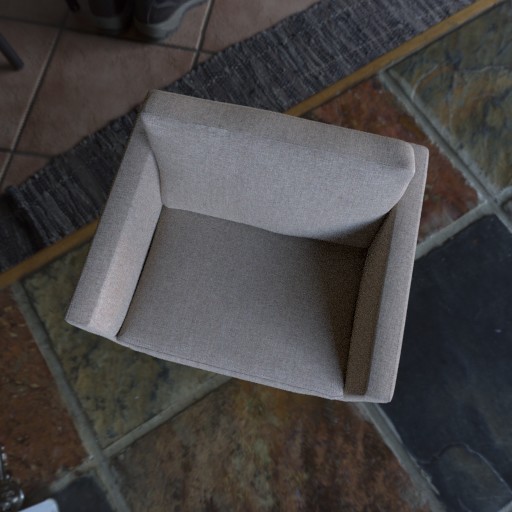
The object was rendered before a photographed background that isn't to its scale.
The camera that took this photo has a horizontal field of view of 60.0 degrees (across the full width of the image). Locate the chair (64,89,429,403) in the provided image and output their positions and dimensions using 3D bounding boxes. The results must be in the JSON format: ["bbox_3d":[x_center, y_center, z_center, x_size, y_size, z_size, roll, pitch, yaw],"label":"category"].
[{"bbox_3d":[0.000,0.000,1.796,1.107,0.987,0.959,13,74,4],"label":"chair"}]
